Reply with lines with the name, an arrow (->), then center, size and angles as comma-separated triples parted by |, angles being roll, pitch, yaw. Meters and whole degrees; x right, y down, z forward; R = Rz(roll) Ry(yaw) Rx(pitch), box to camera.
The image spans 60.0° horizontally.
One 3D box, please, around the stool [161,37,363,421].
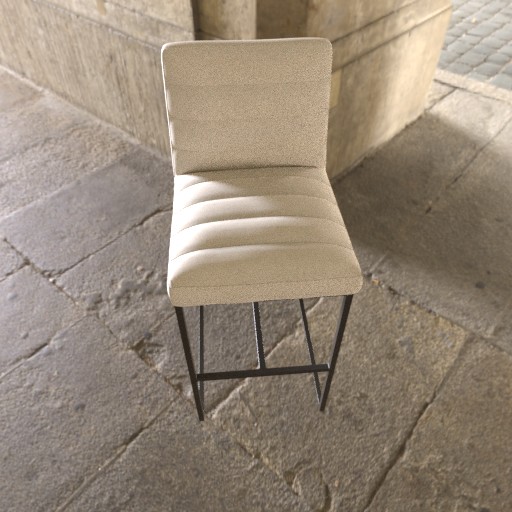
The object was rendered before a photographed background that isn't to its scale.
stool -> 0.000, 0.000, 1.342 | 0.464, 1.061, 0.573 | -4, 46, -3
